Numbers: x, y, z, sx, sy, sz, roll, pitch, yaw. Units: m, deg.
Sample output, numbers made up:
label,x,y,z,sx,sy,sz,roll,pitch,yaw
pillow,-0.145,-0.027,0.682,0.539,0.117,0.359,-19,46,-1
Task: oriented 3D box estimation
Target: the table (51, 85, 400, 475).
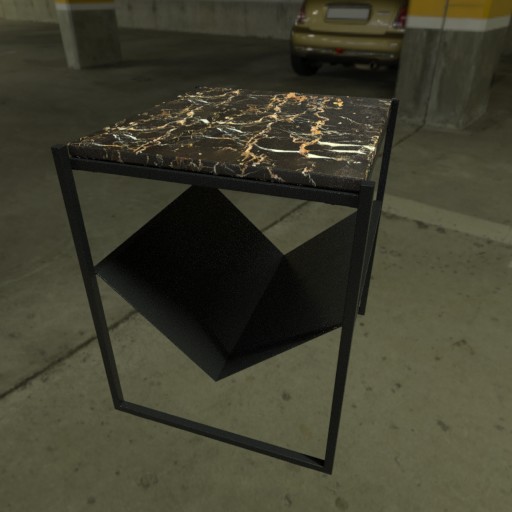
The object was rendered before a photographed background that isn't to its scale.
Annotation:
label,x,y,z,sx,sy,sz,roll,pitch,yaw
table,0.000,0.000,0.870,0.432,0.534,0.469,10,33,16
